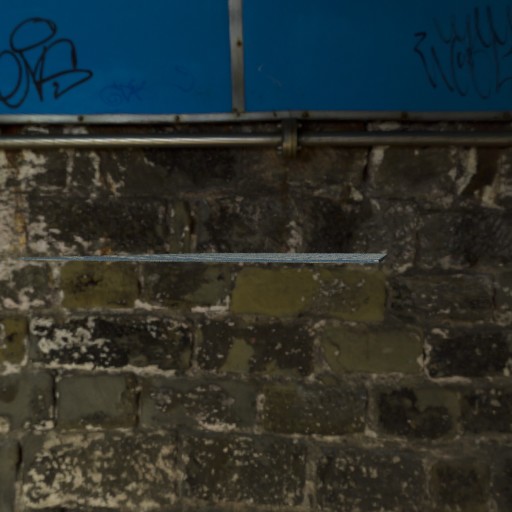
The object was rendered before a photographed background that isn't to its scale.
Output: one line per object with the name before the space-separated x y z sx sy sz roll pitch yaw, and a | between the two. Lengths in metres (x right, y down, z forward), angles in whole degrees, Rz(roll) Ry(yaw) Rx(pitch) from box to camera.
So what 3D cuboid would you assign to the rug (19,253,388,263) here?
rug | 0.000 0.000 4.323 2.432 0.018 3.342 0 1 17
